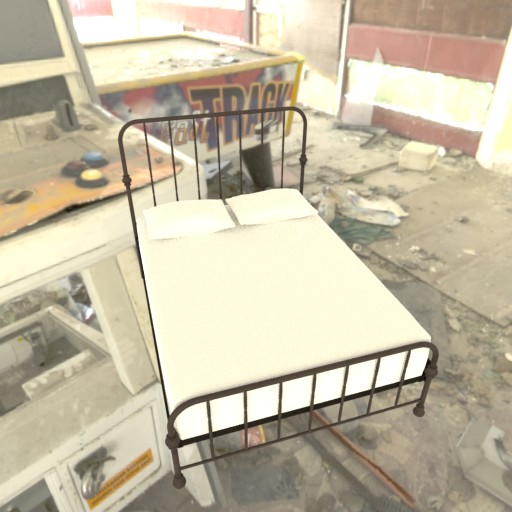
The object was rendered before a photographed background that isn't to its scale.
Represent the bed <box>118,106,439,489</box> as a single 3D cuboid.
[{"bbox_3d":[0.000,0.000,3.089,1.616,1.446,2.134,-10,34,-15],"label":"bed"}]
